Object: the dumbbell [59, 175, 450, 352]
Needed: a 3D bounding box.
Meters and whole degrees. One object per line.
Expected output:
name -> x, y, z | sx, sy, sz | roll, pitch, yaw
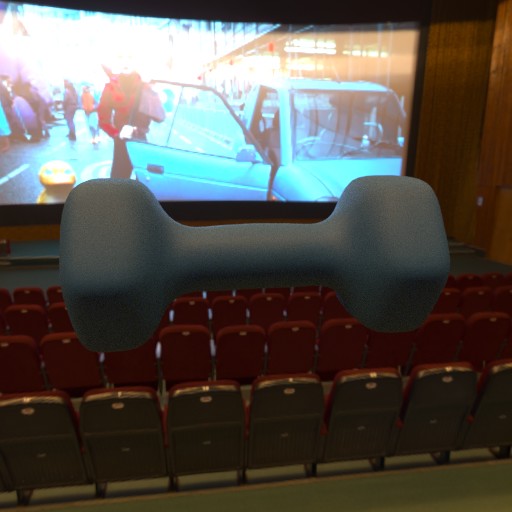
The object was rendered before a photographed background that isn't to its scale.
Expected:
dumbbell -> 0.000, 0.000, 0.265 | 0.212, 0.093, 0.103 | -2, 14, -8
